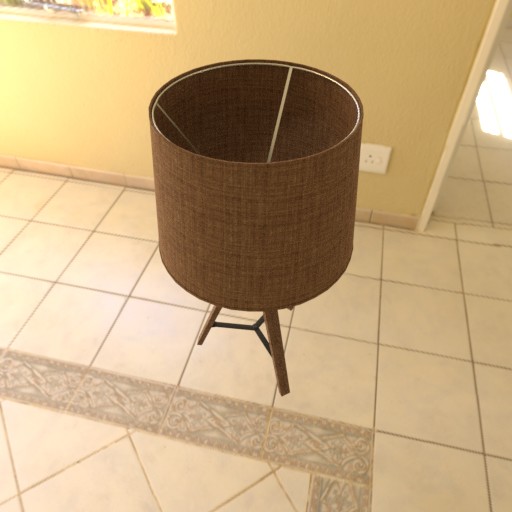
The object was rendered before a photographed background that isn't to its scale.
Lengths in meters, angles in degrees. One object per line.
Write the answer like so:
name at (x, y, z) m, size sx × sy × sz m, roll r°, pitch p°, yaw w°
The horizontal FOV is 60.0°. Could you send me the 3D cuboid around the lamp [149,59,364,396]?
lamp at (0.000, 0.000, 0.702) m, size 0.290 × 0.514 × 0.290 m, roll 0°, pitch 46°, yaw 0°
